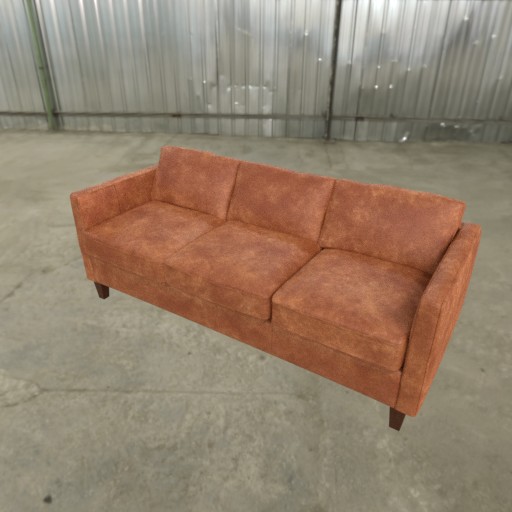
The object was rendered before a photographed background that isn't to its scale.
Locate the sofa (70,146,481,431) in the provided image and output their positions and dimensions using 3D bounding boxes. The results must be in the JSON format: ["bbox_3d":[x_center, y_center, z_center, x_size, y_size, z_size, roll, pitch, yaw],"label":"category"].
[{"bbox_3d":[0.000,0.000,2.892,2.464,1.006,1.045,17,33,28],"label":"sofa"}]
